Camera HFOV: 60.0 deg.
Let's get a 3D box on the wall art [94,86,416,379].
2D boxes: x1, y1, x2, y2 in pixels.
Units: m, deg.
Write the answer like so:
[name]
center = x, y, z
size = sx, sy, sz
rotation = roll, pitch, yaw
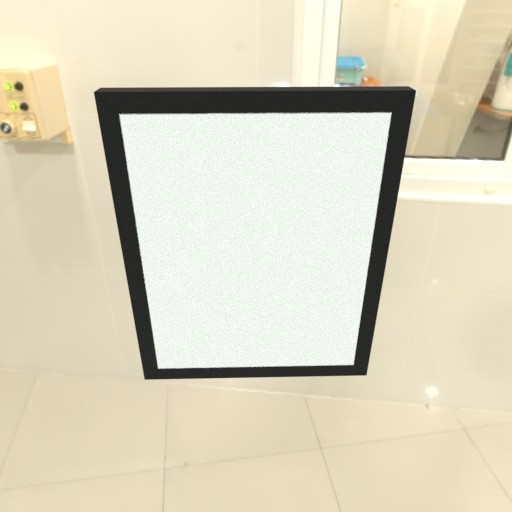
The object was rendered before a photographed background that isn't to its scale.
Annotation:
[wall art]
center = 0.000, 0.000, 0.564
size = 0.329, 0.404, 0.024
rotation = -1, 30, -1
